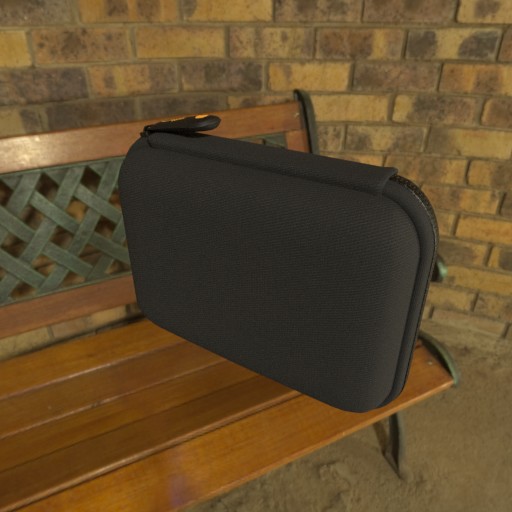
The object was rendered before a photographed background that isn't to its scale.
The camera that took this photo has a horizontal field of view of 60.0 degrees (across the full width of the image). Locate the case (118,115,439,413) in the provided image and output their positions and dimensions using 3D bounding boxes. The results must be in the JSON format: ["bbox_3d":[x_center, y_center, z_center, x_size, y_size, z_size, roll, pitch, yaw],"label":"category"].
[{"bbox_3d":[0.000,0.000,0.178,0.132,0.105,0.038,18,34,28],"label":"case"}]
